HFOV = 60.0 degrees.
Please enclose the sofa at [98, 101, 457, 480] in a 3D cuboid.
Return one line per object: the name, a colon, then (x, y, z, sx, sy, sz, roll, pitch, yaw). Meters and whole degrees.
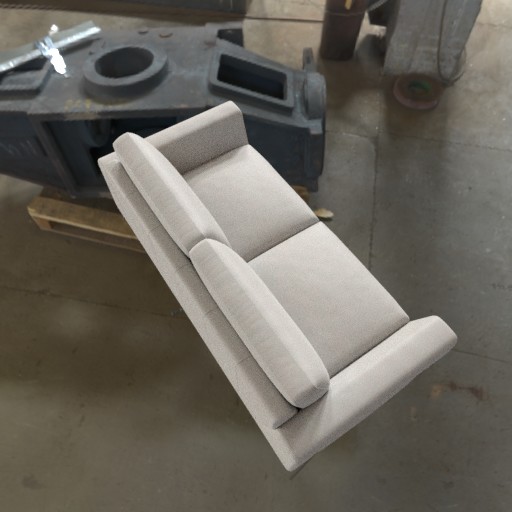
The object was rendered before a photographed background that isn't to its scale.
sofa: (0.000, 0.000, 2.494, 0.953, 0.875, 2.017, -30, 63, -17)
